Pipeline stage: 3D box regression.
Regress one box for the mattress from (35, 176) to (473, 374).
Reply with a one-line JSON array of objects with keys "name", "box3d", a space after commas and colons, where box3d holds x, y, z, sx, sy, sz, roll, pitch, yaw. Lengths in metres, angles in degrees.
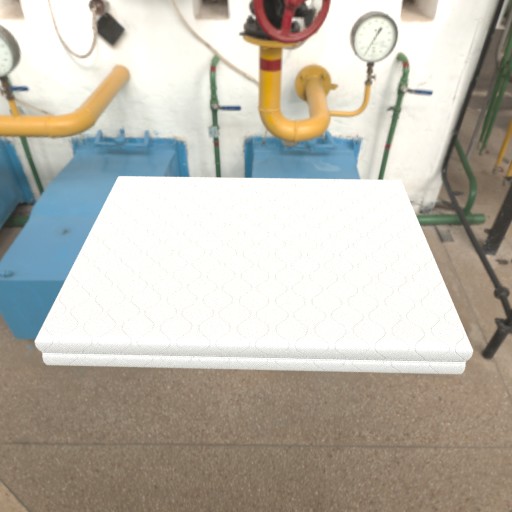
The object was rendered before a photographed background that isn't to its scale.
[{"name": "mattress", "box3d": [0.000, 0.000, 2.489, 1.900, 0.200, 1.400, 1, 41, 1]}]
